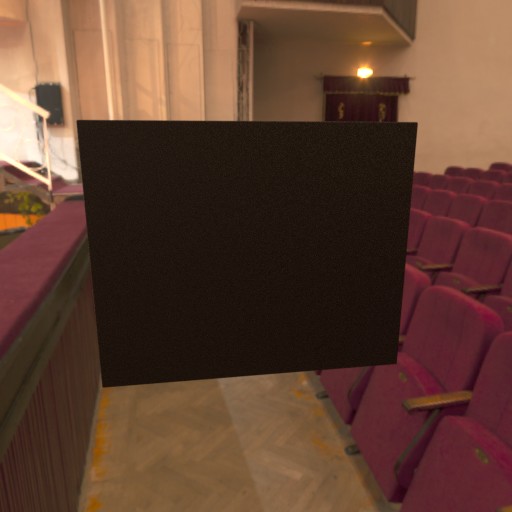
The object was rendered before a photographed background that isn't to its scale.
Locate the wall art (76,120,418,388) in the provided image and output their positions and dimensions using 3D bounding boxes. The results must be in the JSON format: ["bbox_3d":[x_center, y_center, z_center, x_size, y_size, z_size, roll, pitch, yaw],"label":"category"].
[{"bbox_3d":[0.000,0.000,0.785,0.558,0.457,0.031,-2,15,-9],"label":"wall art"}]
